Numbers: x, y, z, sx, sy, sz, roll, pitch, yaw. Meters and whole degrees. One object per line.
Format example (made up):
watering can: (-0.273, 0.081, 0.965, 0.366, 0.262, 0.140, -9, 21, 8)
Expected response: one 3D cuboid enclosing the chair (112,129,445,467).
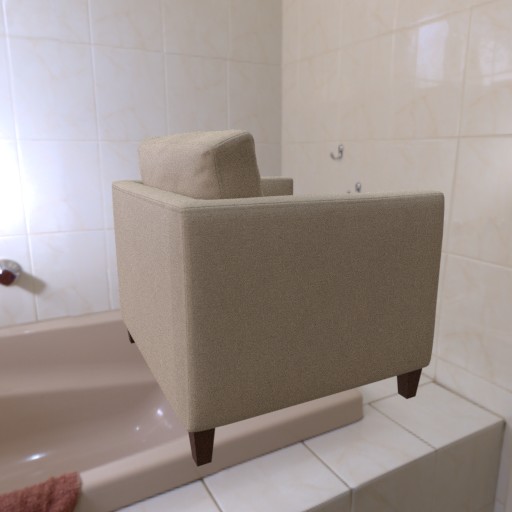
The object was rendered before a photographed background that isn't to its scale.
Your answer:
chair: (0.000, 0.000, 1.798, 0.959, 0.961, 1.107, -6, 14, -26)
